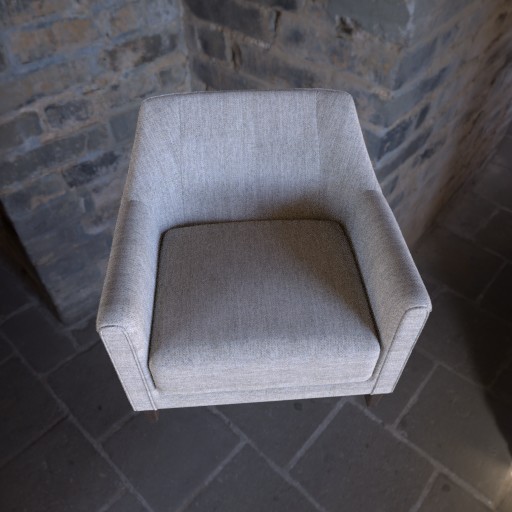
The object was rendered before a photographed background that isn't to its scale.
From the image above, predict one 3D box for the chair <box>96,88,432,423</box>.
[{"bbox_3d":[0.000,0.000,1.390,0.796,0.761,0.758,-3,47,-3],"label":"chair"}]
